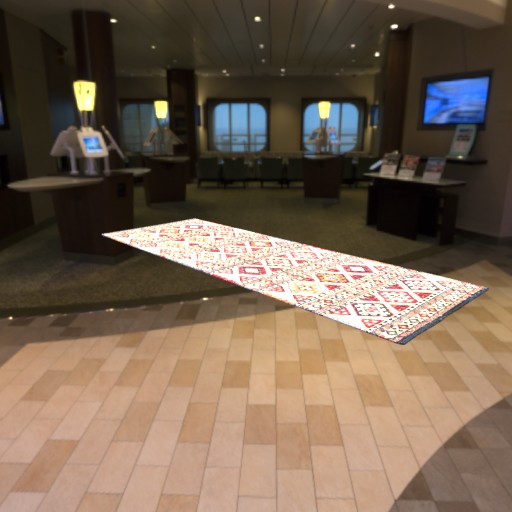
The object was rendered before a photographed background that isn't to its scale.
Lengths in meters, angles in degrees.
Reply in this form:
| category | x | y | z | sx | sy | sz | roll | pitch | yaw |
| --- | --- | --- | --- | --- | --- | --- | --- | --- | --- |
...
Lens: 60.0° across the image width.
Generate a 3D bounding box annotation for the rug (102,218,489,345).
| category | x | y | z | sx | sy | sz | roll | pitch | yaw |
| --- | --- | --- | --- | --- | --- | --- | --- | --- | --- |
| rug | 0.000 | 0.000 | 2.656 | 0.832 | 0.008 | 2.362 | -15 | 22 | -42 |
